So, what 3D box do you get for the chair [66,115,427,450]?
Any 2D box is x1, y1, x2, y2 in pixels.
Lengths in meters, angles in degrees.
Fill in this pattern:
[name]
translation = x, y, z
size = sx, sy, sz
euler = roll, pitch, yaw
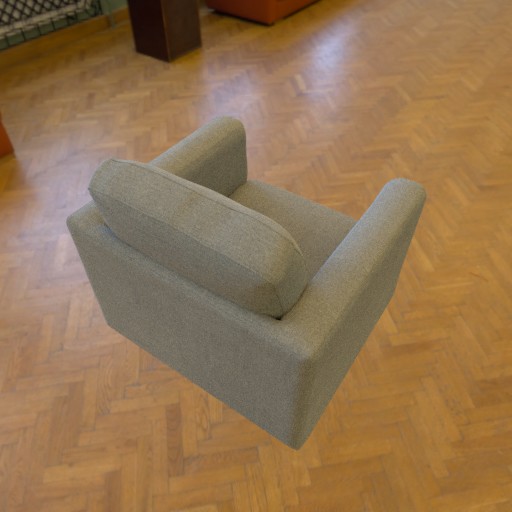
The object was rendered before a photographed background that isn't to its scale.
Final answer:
[chair]
translation = 0.000, 0.000, 1.534
size = 0.855, 0.927, 0.800
euler = 26, 52, 23
